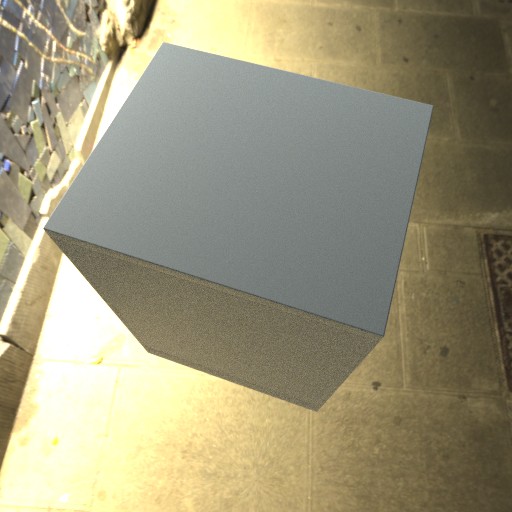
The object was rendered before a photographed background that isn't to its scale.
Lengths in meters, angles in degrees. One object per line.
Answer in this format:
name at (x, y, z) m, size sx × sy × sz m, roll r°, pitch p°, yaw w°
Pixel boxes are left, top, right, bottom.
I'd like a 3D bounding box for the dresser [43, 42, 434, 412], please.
dresser at (0.000, 0.000, 0.810) m, size 0.400 × 0.560 × 0.360 m, roll 17°, pitch 64°, yaw 8°
